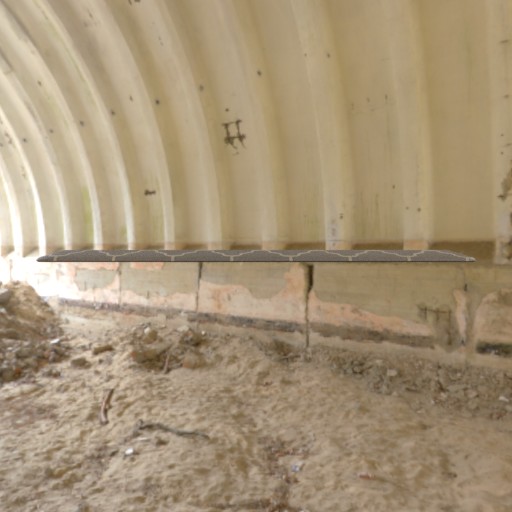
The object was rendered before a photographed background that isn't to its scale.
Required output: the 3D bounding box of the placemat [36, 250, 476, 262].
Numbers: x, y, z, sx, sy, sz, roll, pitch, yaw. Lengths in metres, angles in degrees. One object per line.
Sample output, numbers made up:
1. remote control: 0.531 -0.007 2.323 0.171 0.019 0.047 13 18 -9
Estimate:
1. placemat: 0.000 0.000 0.992 0.762 0.021 0.508 0 0 0
